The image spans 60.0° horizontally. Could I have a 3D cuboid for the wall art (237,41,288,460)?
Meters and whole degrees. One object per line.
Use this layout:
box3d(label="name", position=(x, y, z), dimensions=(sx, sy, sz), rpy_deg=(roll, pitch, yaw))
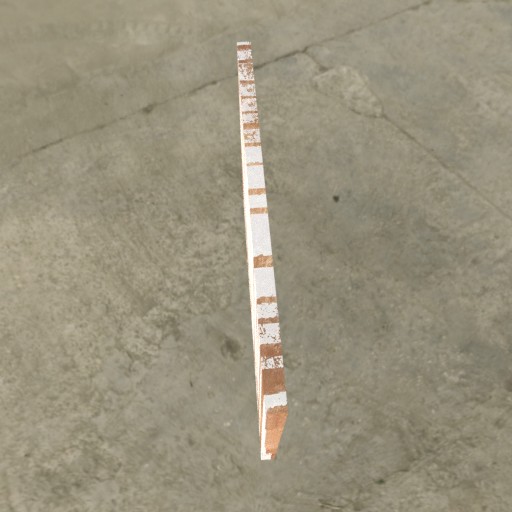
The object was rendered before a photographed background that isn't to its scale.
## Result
box3d(label="wall art", position=(0.000, 0.000, 1.162), dimensions=(0.035, 0.609, 0.914), rpy_deg=(-3, 59, -2))
